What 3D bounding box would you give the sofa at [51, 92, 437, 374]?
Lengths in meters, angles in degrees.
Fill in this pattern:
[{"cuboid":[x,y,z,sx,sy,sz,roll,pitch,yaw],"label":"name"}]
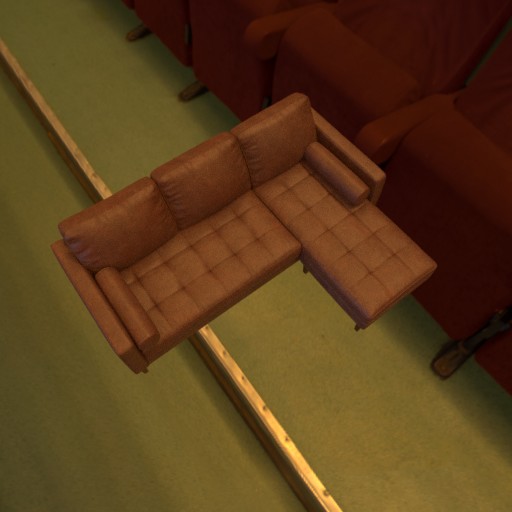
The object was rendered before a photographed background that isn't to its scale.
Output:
[{"cuboid":[0.000,0.000,3.026,2.185,0.841,1.613,-34,67,-16],"label":"sofa"}]
